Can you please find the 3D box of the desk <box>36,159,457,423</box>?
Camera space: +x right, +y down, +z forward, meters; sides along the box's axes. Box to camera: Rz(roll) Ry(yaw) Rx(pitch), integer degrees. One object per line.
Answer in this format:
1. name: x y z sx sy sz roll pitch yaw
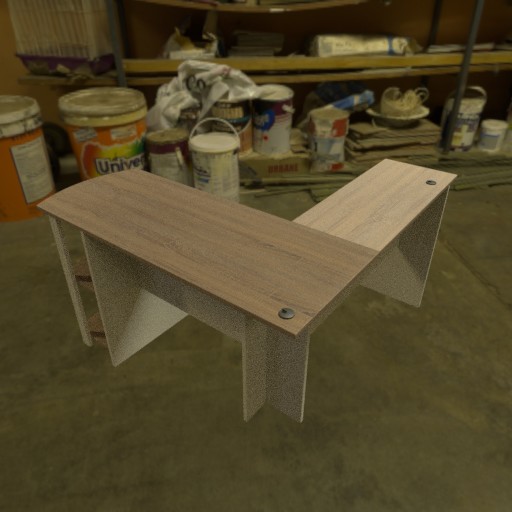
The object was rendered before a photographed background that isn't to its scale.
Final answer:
1. desk: 0.000 0.000 2.117 1.303 0.716 1.361 22 39 31
